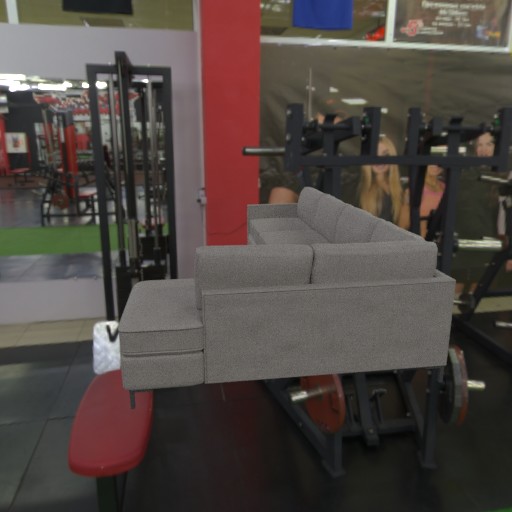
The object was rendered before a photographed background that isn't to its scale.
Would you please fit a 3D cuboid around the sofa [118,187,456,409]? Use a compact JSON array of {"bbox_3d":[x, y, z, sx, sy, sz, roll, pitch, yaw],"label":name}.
[{"bbox_3d":[0.000,0.000,4.253,2.077,0.964,3.331,-2,15,-8],"label":"sofa"}]
